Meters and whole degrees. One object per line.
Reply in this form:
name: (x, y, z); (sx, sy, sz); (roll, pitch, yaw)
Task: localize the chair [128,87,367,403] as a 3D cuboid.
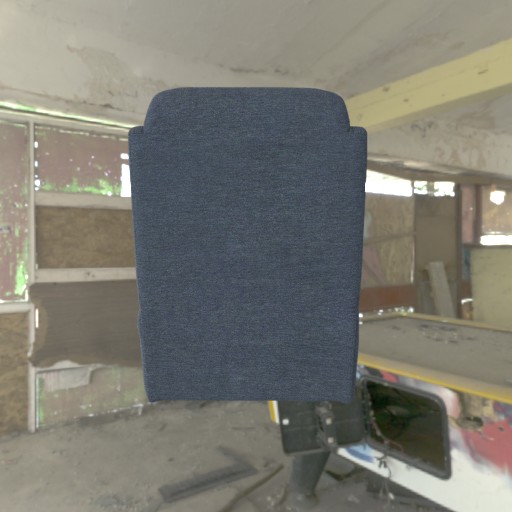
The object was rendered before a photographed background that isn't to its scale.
chair: (0.000, 0.000, 1.733); (0.798, 1.013, 1.043); (0, 1, 1)
